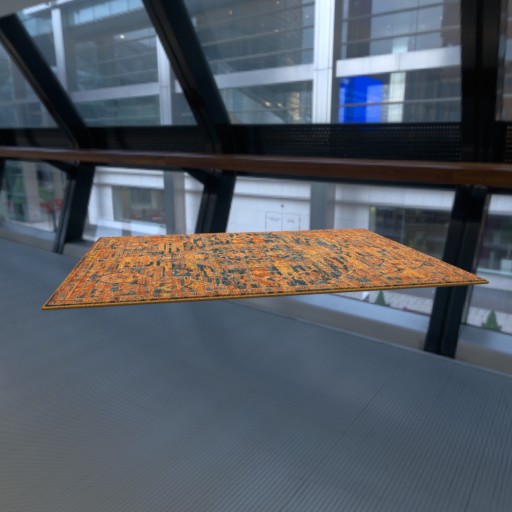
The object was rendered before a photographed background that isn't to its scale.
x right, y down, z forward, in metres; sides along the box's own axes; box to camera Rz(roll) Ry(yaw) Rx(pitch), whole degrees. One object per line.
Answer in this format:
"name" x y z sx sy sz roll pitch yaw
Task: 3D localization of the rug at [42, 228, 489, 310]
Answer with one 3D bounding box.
"rug" 0.000 0.000 2.890 2.204 0.024 1.588 -2 14 -10
